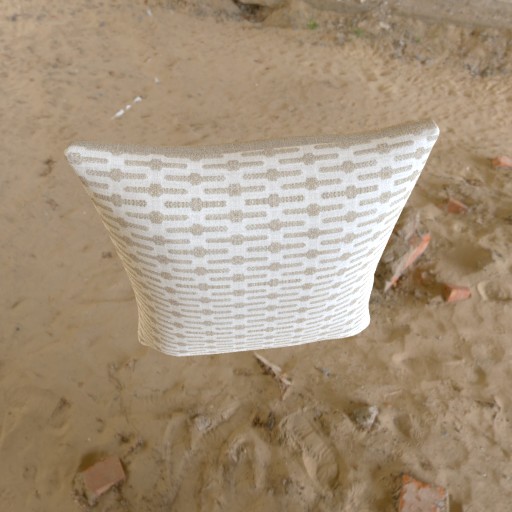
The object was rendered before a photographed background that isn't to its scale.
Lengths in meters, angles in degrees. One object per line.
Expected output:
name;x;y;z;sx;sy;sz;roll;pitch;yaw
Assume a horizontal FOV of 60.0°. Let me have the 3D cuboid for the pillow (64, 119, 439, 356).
pillow;0.000;0.000;0.766;0.496;0.491;0.219;-5;47;-4
